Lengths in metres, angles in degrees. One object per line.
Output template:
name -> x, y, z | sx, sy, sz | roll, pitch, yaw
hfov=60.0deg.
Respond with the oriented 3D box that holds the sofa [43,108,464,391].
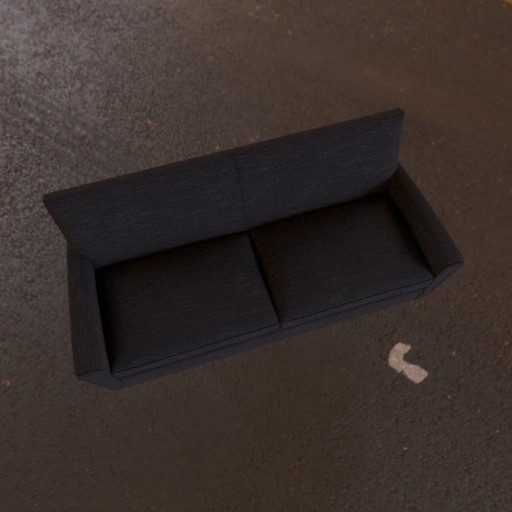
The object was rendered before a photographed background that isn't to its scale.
sofa -> 0.000, 0.000, 2.458 | 1.976, 0.846, 0.875 | -15, 65, -7
